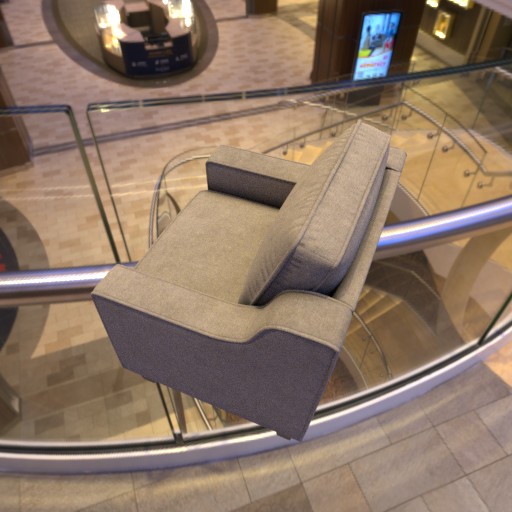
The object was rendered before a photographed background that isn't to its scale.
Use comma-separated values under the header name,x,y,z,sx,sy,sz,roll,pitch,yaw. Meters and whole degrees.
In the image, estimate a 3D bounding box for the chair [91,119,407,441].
name,x,y,z,sx,sy,sz,roll,pitch,yaw
chair,0.000,0.000,1.676,0.840,0.944,0.926,17,49,16
